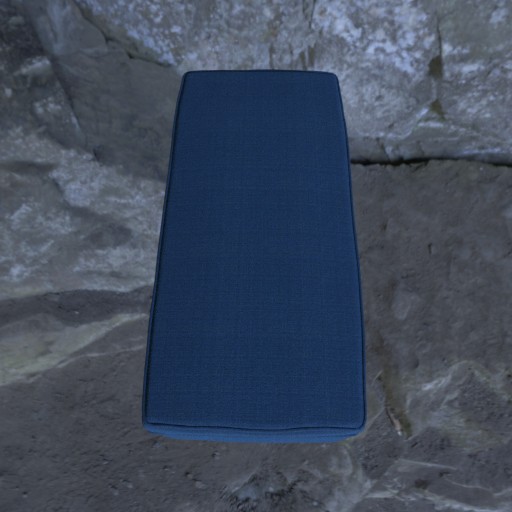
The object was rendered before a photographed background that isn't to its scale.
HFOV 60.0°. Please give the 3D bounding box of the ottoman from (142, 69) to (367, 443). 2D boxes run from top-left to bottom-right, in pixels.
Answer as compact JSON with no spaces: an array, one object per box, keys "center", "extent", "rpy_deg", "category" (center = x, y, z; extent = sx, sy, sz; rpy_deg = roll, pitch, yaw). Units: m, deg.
[{"center":[0.000,0.000,1.218],"extent":[0.474,0.474,0.943],"rpy_deg":[1,64,1],"category":"ottoman"}]
